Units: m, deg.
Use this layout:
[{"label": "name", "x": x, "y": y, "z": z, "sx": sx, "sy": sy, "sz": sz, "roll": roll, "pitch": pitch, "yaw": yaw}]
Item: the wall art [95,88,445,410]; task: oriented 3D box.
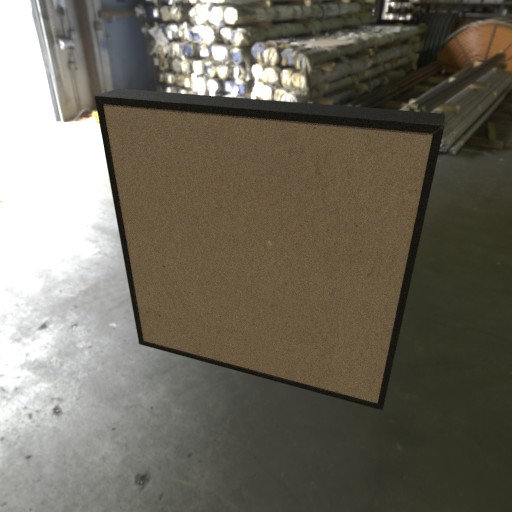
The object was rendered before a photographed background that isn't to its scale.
[{"label": "wall art", "x": 0.000, "y": 0.000, "z": 0.460, "sx": 0.305, "sy": 0.305, "sz": 0.038, "roll": 11, "pitch": 33, "yaw": 17}]
